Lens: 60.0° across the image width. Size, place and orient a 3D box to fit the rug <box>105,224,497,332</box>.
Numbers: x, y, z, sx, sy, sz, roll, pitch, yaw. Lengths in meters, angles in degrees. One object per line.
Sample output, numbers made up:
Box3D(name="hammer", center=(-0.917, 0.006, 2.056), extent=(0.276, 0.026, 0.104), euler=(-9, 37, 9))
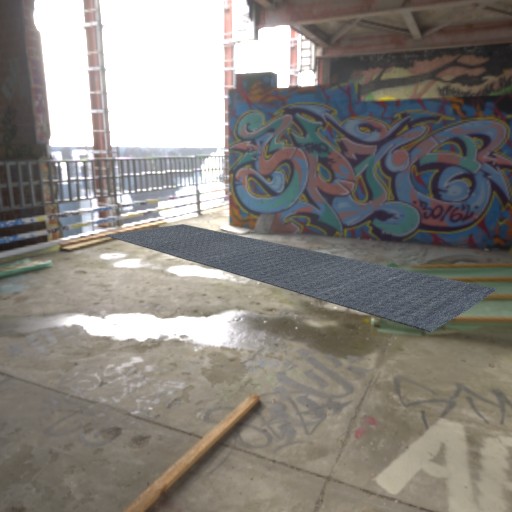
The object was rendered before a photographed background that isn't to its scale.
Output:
Box3D(name="rug", center=(0.000, 0.000, 2.621), extent=(0.688, 0.008, 2.443), euler=(-13, 19, -43))
